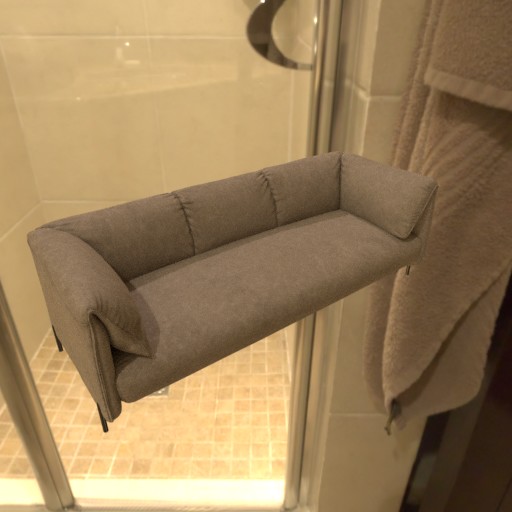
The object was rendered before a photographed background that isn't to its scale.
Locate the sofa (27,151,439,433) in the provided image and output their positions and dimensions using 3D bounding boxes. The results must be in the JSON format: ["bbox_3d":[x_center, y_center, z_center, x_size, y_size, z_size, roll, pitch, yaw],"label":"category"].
[{"bbox_3d":[0.000,0.000,2.611,2.238,0.758,0.899,-21,36,-32],"label":"sofa"}]
